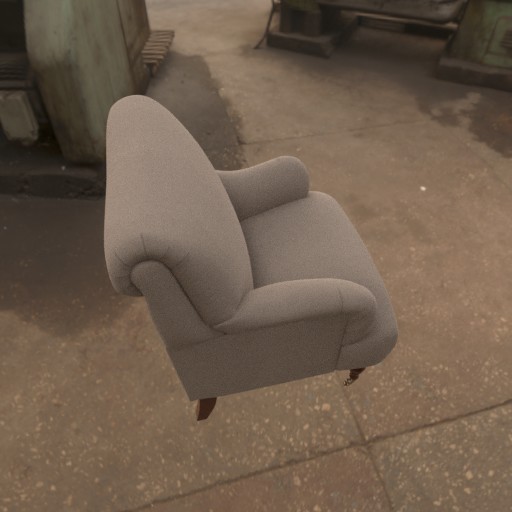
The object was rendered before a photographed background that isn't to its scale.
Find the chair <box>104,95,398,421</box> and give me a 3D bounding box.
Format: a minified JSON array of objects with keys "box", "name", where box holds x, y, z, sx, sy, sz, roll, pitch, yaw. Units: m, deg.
[{"box":[0.000,0.000,1.546,0.842,0.942,0.766,-9,46,-9],"name":"chair"}]
